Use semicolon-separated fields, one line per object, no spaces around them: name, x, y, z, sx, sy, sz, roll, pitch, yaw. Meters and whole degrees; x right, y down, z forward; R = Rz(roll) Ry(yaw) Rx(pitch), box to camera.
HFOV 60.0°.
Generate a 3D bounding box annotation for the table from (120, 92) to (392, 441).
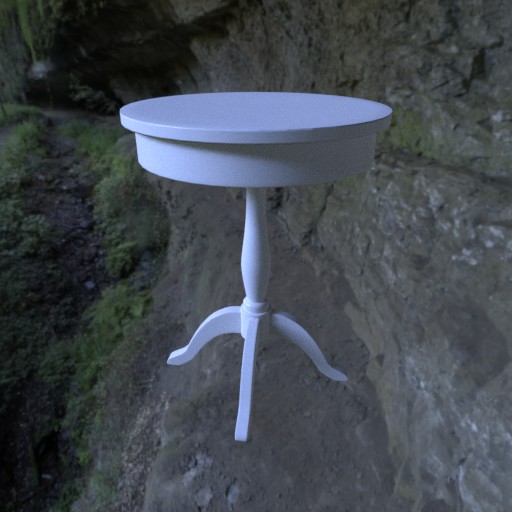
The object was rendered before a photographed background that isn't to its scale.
table;0.000;0.000;1.007;0.513;0.653;0.513;0;26;0
